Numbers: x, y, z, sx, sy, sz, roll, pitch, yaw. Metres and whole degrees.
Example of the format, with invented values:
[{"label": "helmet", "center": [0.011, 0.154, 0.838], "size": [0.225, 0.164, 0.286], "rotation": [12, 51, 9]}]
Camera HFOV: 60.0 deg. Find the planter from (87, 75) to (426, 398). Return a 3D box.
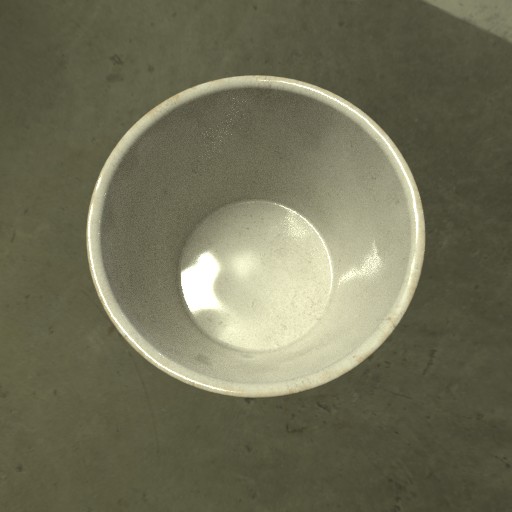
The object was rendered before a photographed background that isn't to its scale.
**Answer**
[{"label": "planter", "center": [0.000, 0.000, 0.216], "size": [0.126, 0.104, 0.126], "rotation": [0, 75, 0]}]
